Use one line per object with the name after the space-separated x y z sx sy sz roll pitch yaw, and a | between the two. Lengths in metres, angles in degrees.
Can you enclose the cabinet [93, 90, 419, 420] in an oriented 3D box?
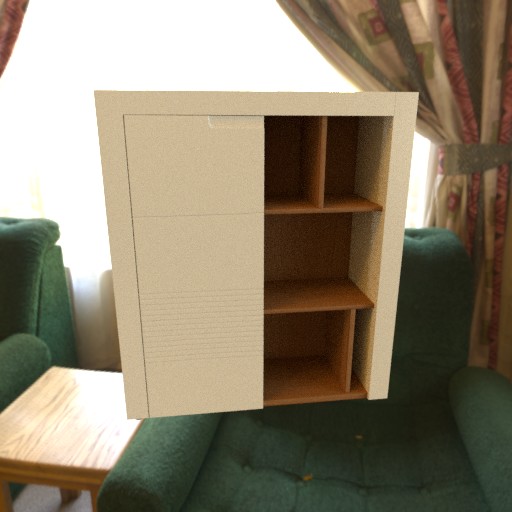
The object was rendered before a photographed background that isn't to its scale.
0.000 0.000 1.671 0.990 1.150 0.348 -2 18 -7 | cabinet
